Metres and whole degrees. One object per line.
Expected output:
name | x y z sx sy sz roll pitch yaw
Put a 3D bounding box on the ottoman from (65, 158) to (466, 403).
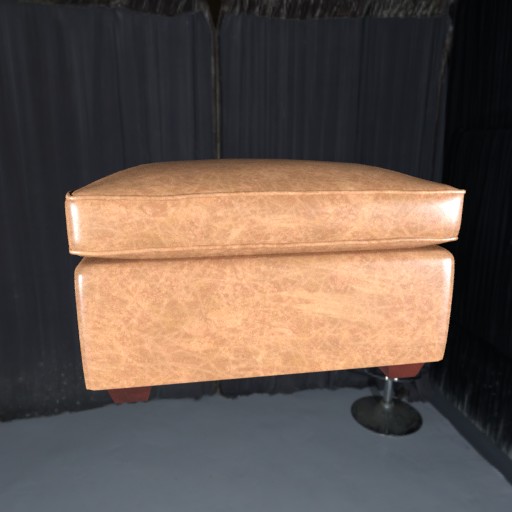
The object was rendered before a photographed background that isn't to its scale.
ottoman | 0.000 0.000 1.091 0.756 0.468 0.554 -2 14 -9
